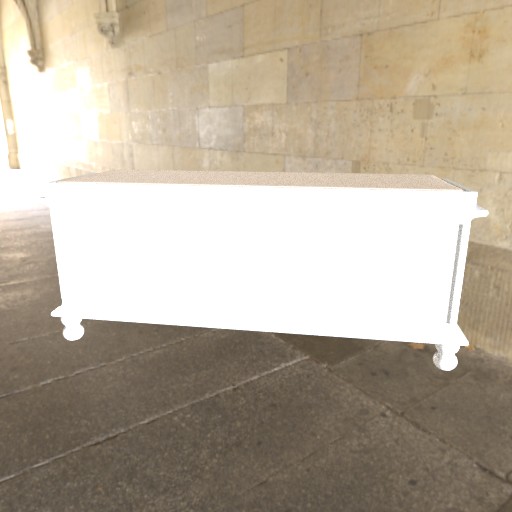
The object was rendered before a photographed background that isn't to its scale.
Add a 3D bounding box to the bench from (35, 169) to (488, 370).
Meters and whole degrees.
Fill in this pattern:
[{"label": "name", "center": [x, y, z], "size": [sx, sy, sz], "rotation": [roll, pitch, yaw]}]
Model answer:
[{"label": "bench", "center": [0.000, 0.000, 1.389], "size": [1.185, 0.486, 0.402], "rotation": [3, 17, 9]}]
